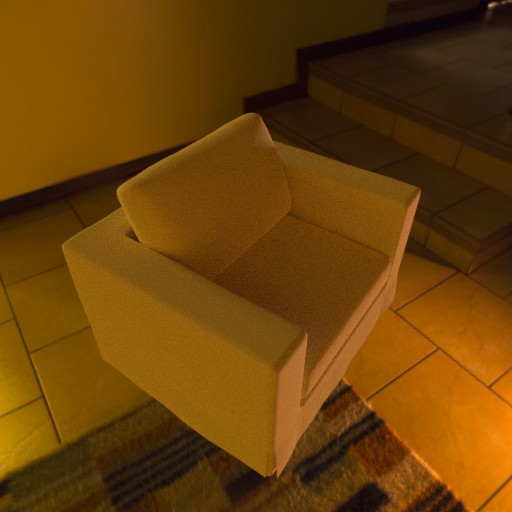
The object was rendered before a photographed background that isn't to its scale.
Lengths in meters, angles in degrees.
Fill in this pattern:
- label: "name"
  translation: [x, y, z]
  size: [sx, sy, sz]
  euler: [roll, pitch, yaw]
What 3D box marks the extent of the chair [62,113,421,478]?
- label: "chair"
  translation: [0.000, 0.000, 1.850]
  size: [0.957, 0.878, 1.150]
  euler: [25, 47, 26]
